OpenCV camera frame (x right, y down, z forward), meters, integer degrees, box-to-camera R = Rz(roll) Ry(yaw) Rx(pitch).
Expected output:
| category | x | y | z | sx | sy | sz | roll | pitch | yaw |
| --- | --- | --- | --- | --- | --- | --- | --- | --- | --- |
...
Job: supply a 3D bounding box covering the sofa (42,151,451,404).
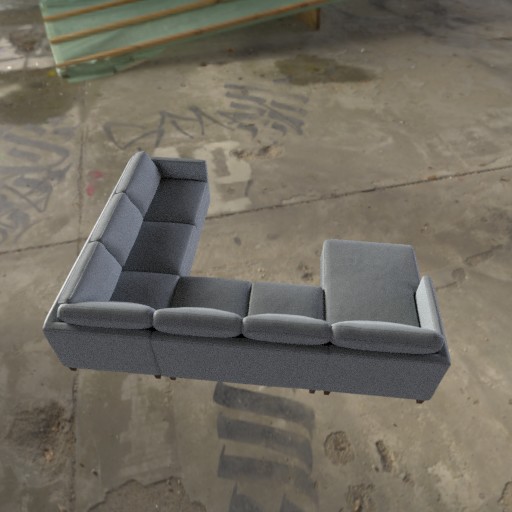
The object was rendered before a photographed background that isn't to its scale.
| category | x | y | z | sx | sy | sz | roll | pitch | yaw |
| --- | --- | --- | --- | --- | --- | --- | --- | --- | --- |
| sofa | 0.000 | 0.000 | 4.481 | 3.238 | 0.853 | 2.551 | 4 | 46 | 4 |
